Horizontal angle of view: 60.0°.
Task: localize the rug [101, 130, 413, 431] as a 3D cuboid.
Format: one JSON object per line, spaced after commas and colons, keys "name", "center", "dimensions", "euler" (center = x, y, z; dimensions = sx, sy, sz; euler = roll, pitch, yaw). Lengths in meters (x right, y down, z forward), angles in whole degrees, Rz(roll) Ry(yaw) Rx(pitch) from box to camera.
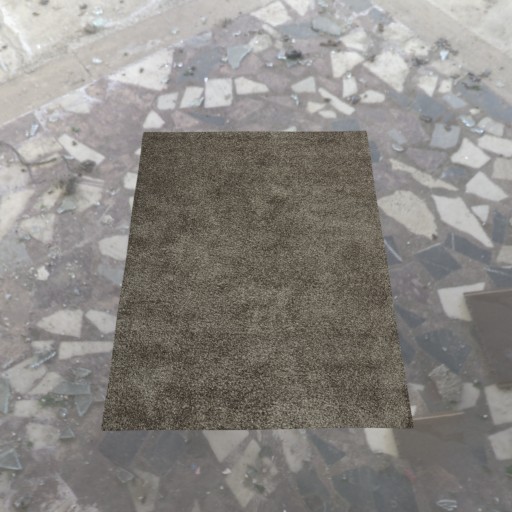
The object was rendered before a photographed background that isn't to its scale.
{"name": "rug", "center": [0.000, 0.000, 4.086], "dimensions": [2.401, 0.025, 3.000], "euler": [0, 63, 0]}
